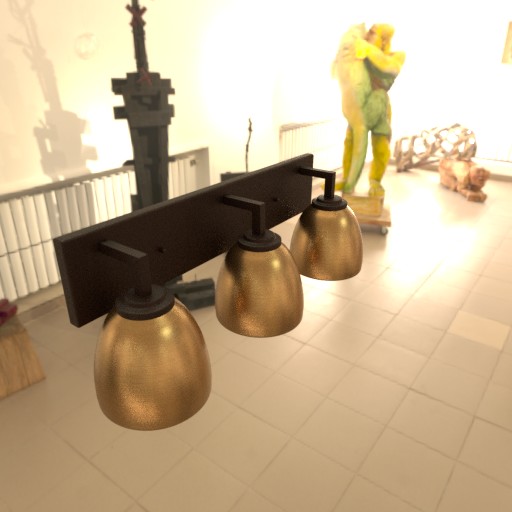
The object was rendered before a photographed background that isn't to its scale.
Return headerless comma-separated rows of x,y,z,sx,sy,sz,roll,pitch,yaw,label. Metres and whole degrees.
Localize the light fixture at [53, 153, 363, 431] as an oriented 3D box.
0.000,0.000,0.684,0.157,0.204,0.582,18,30,33,light fixture
